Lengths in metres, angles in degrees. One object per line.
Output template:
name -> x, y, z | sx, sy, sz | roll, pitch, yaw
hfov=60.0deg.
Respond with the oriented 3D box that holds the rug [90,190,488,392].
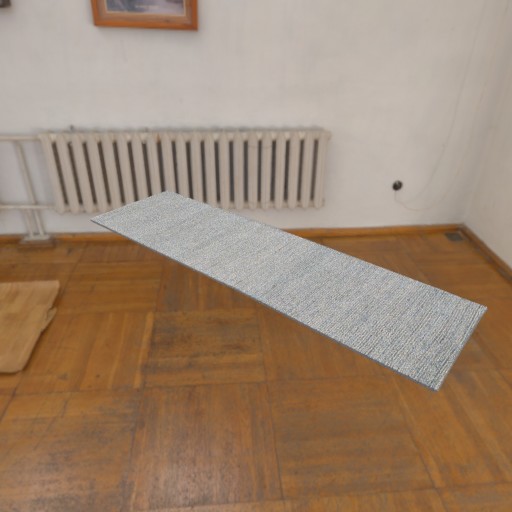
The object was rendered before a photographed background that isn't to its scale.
rug -> 0.000, 0.000, 2.533 | 2.341, 0.037, 0.675 | 23, 37, 34
